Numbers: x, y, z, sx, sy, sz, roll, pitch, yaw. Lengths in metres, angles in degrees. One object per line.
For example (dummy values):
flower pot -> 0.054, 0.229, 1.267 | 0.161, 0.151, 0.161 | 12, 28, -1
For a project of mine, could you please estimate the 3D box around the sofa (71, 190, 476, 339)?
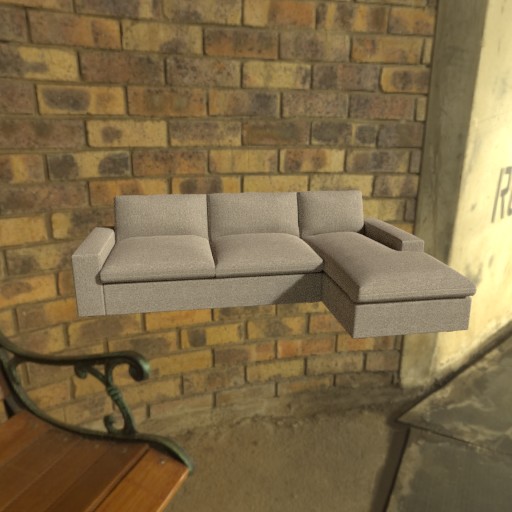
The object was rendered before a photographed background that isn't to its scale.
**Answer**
sofa -> 0.000, 0.000, 3.514 | 2.718, 0.813, 1.689 | -3, 16, -9
